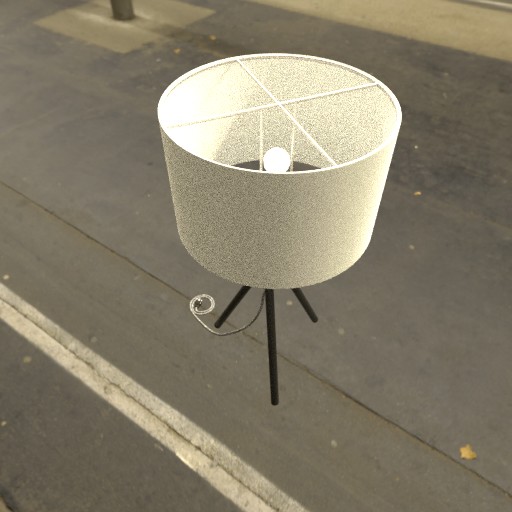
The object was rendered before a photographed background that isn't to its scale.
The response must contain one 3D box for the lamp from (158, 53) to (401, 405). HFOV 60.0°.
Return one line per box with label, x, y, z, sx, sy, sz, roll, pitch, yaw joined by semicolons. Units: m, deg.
lamp;0.000;0.000;0.903;0.422;0.674;0.353;10;47;9
